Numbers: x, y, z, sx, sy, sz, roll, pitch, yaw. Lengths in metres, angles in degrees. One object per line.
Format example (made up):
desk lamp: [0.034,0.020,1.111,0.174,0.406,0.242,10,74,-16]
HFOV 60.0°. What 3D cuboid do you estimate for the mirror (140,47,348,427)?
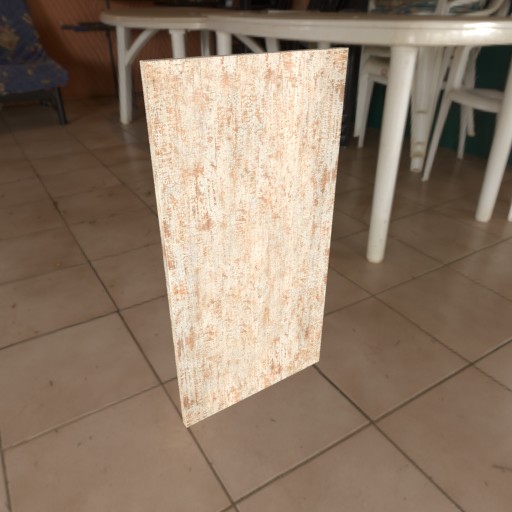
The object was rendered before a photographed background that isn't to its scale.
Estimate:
mirror: [0.000,0.000,1.105,0.472,0.922,0.027,-18,34,-28]
